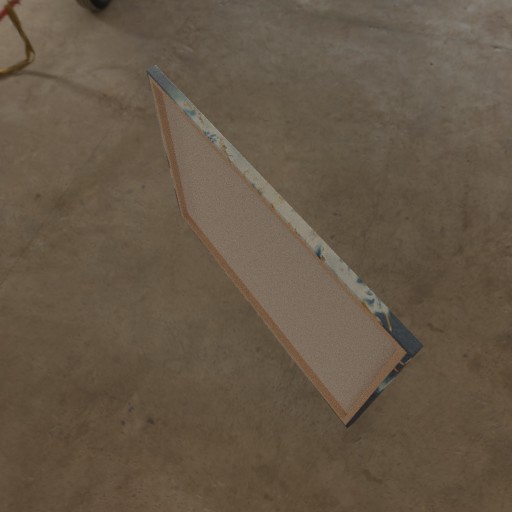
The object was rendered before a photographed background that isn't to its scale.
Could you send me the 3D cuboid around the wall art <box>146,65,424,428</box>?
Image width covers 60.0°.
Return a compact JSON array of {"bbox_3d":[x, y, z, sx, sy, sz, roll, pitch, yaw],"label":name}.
[{"bbox_3d":[0.000,0.000,1.473,0.035,0.759,1.138,-31,63,-18],"label":"wall art"}]
